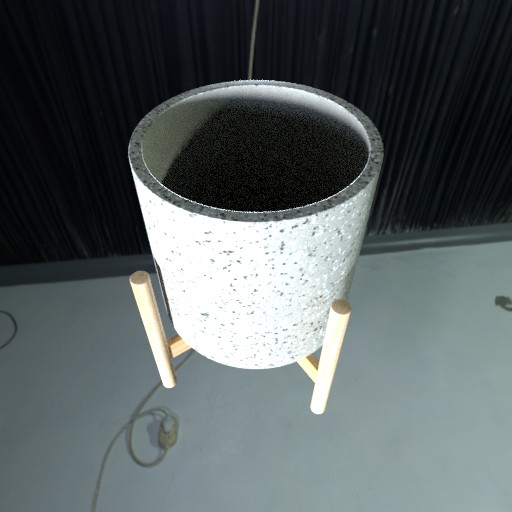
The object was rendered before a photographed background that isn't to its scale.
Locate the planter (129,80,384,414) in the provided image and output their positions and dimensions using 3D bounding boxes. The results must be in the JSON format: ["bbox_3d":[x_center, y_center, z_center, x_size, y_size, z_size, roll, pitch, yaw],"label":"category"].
[{"bbox_3d":[0.000,0.000,0.689,0.360,0.419,0.360,-9,48,-8],"label":"planter"}]
